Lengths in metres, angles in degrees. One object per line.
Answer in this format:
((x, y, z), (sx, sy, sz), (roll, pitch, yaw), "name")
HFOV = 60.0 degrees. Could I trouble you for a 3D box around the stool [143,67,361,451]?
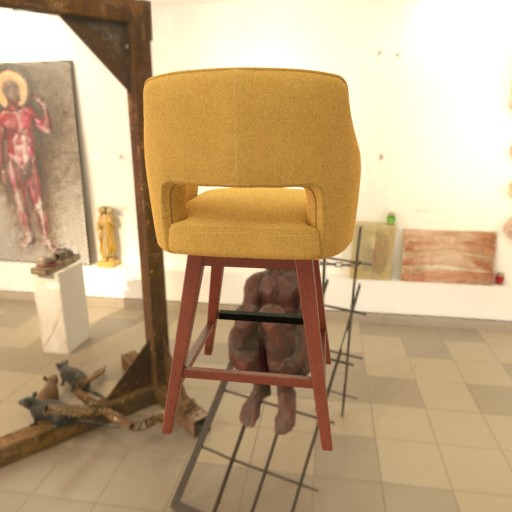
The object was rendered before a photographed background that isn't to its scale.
((0.000, 0.000, 1.249), (0.548, 0.924, 0.558), (2, 16, 8), "stool")
